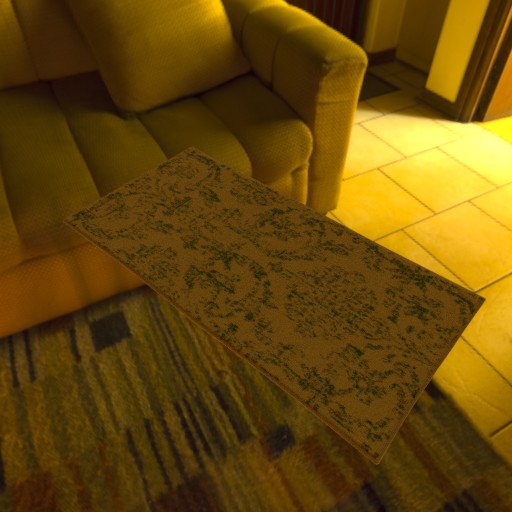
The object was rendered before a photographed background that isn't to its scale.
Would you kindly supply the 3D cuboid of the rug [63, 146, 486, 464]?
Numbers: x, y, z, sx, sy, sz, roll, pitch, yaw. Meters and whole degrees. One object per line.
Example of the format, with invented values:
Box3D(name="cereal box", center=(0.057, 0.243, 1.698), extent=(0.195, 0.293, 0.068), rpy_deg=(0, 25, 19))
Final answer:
Box3D(name="rug", center=(0.000, 0.000, 1.385), extent=(1.220, 0.007, 0.605), rpy_deg=(32, 54, 27))
